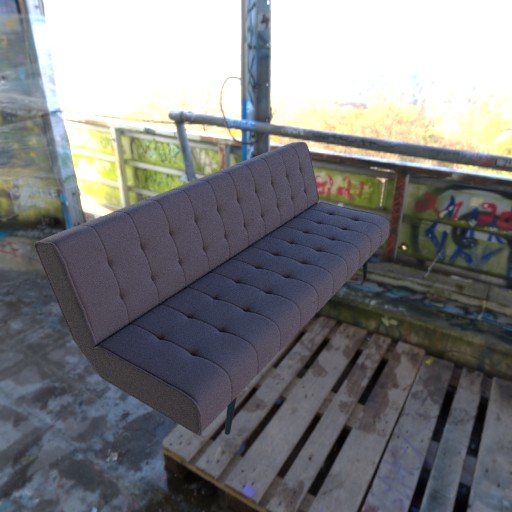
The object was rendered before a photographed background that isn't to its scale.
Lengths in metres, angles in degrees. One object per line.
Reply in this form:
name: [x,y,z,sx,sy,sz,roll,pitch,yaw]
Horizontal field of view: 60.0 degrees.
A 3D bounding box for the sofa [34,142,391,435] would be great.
sofa: [0.000,0.000,2.092,0.747,0.699,1.703,17,32,30]
